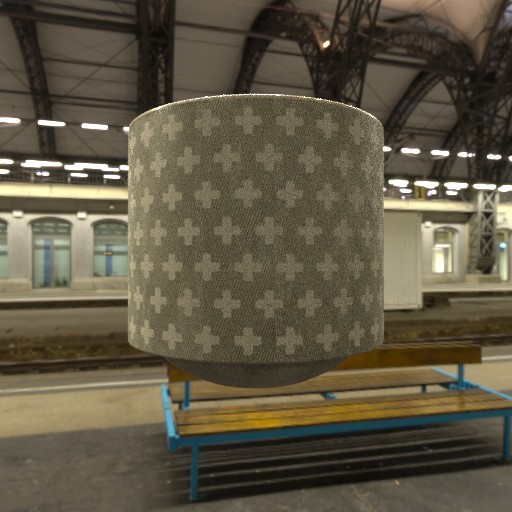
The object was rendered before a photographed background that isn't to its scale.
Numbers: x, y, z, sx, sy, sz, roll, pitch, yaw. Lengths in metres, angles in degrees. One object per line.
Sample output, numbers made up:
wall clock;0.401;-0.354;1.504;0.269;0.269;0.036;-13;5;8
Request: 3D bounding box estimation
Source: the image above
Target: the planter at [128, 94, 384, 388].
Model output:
planter;0.000;0.000;0.451;0.250;0.239;0.250;0;0;0
